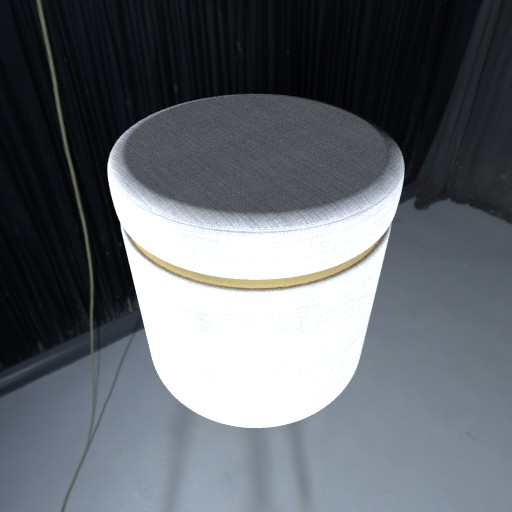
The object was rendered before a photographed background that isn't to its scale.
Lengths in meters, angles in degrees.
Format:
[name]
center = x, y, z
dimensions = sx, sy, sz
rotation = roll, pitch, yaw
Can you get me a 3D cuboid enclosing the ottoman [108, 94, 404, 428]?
[ottoman]
center = 0.000, 0.000, 0.731
dimensions = 0.400, 0.406, 0.400
rotation = 0, 40, 0
